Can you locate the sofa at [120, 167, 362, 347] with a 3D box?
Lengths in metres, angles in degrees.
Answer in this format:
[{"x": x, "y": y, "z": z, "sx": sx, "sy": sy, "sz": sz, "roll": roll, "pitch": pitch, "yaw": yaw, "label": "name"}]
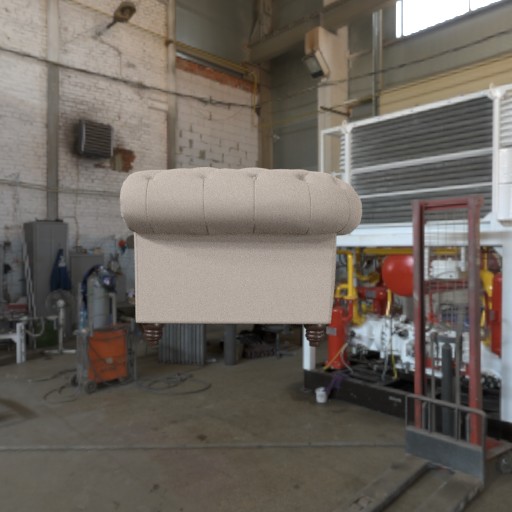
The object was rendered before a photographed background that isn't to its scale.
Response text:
[{"x": 0.000, "y": 0.000, "z": 2.849, "sx": 0.991, "sy": 0.749, "sz": 2.411, "roll": 0, "pitch": 1, "yaw": 2, "label": "sofa"}]
